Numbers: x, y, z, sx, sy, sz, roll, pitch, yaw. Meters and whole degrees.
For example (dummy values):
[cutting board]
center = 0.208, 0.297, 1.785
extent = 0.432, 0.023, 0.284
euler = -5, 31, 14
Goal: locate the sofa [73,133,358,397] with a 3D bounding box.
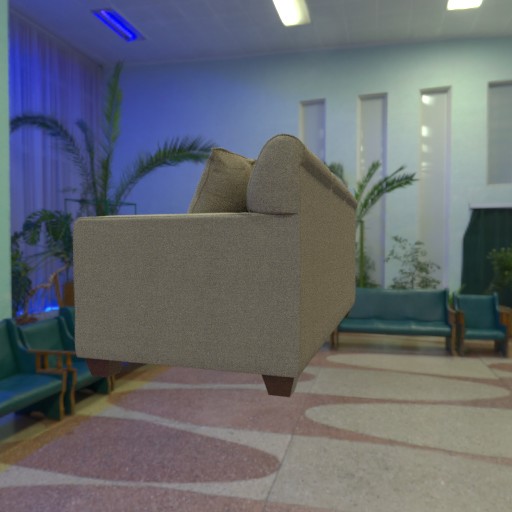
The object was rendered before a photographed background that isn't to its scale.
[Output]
[sofa]
center = 0.000, 0.000, 2.607
extent = 0.997, 0.958, 2.024
euler = 0, 2, 18
